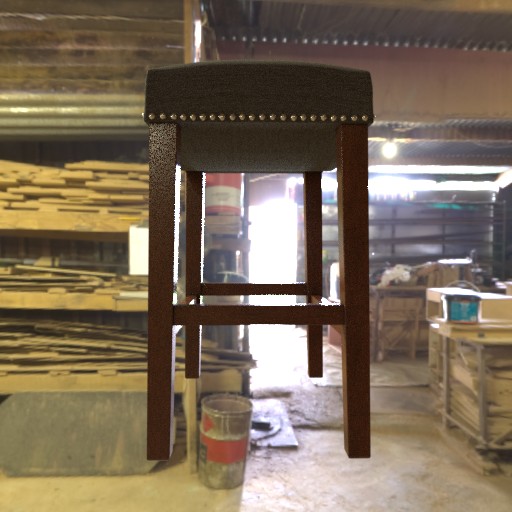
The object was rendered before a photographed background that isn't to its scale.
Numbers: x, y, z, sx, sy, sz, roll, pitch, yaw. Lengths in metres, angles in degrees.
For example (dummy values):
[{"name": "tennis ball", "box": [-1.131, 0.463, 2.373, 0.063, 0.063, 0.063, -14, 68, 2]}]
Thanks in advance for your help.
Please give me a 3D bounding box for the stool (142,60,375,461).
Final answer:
[{"name": "stool", "box": [0.000, 0.000, 0.951, 0.372, 0.654, 0.504, 0, 1, -1]}]
